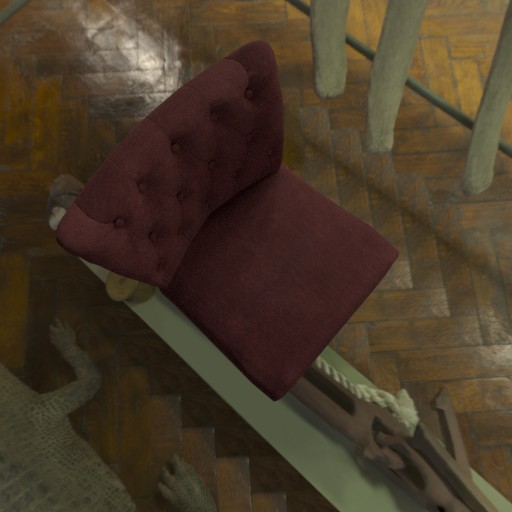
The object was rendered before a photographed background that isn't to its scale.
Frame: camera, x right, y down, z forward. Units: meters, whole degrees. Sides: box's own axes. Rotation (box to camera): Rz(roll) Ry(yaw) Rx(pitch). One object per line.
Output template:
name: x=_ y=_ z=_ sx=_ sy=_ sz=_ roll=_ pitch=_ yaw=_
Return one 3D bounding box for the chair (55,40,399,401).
chair: x=0.000 y=0.000 z=1.175 sx=0.605 sy=0.750 sz=0.582 roll=41 pitch=79 yaw=9
